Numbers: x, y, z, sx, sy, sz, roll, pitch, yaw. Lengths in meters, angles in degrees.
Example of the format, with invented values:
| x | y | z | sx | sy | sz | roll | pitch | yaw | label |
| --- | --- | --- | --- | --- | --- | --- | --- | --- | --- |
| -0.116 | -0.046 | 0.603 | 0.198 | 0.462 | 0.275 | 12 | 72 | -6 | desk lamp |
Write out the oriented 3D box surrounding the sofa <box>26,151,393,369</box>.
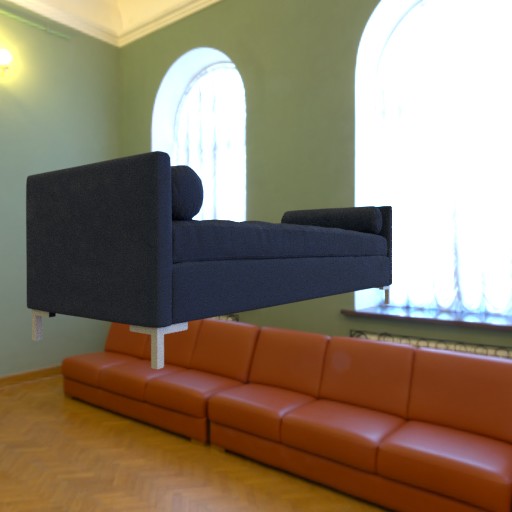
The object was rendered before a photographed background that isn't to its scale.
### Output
| x | y | z | sx | sy | sz | roll | pitch | yaw | label |
| --- | --- | --- | --- | --- | --- | --- | --- | --- | --- |
| 0.000 | 0.000 | 2.377 | 0.797 | 0.657 | 2.102 | 1 | 1 | 36 | sofa |
